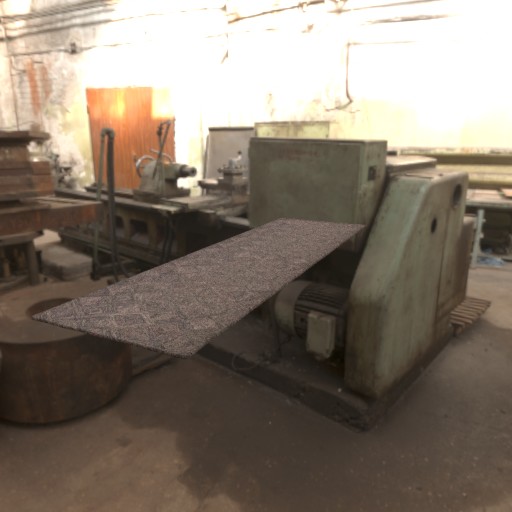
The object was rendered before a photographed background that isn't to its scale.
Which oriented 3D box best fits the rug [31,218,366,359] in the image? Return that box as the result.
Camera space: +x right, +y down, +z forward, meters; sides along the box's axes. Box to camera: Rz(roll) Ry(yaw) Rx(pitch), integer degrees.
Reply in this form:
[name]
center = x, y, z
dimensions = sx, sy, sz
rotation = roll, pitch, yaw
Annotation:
[rug]
center = 0.000, 0.000, 2.451
dimensions = 0.691, 0.011, 2.296
rotation = 7, 17, 26
